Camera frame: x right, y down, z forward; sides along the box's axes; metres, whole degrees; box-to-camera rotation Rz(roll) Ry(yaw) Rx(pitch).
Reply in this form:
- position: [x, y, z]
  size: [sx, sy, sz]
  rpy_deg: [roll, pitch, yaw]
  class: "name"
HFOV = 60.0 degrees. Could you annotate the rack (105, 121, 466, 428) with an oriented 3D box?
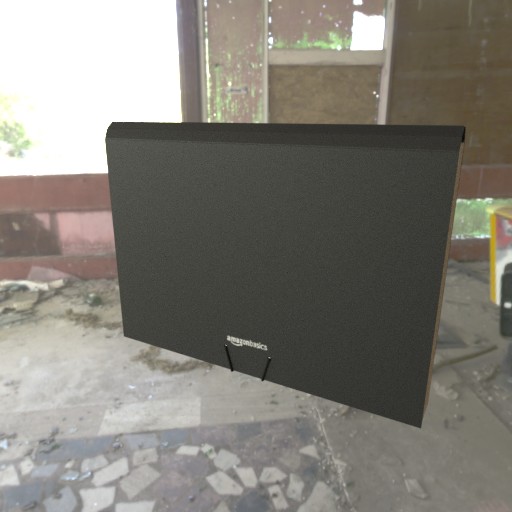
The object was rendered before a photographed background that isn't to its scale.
- position: [0.000, 0.000, 0.419]
  size: [0.330, 0.241, 0.041]
  rpy_deg: [10, 20, 27]
  class: "rack"
